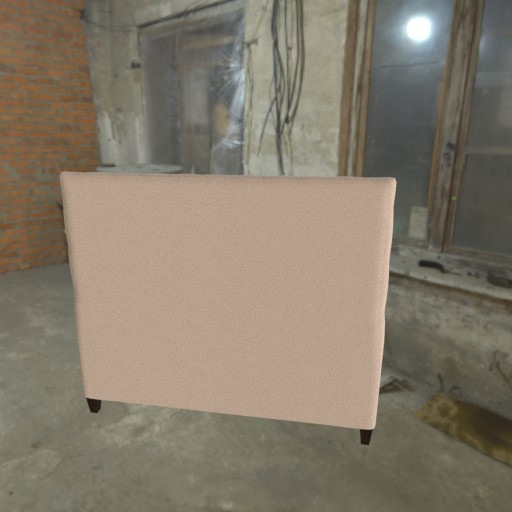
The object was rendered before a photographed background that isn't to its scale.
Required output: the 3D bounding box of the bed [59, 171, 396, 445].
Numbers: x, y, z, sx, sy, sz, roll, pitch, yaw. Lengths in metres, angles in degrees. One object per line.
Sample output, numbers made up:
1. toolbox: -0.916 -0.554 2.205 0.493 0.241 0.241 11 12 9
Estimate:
1. bed: 0.000 0.000 3.360 1.696 1.426 2.233 3 16 10
